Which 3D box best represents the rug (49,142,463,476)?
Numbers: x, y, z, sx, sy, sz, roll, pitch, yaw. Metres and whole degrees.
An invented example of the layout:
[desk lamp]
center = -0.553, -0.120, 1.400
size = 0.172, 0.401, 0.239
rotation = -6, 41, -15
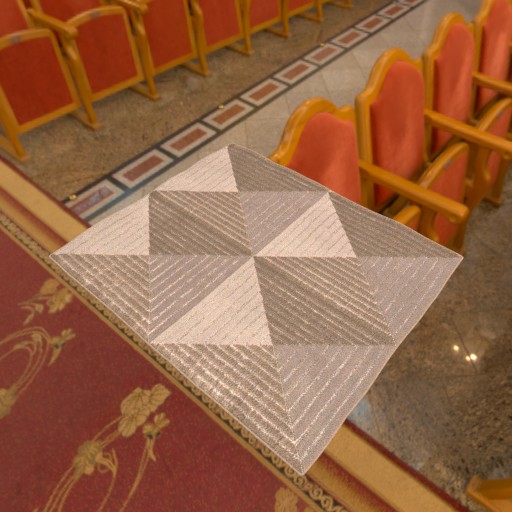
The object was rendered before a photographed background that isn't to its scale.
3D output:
[rug]
center = 0.000, 0.000, 0.890
size = 0.642, 0.008, 0.551
rotation = 32, 55, 27
